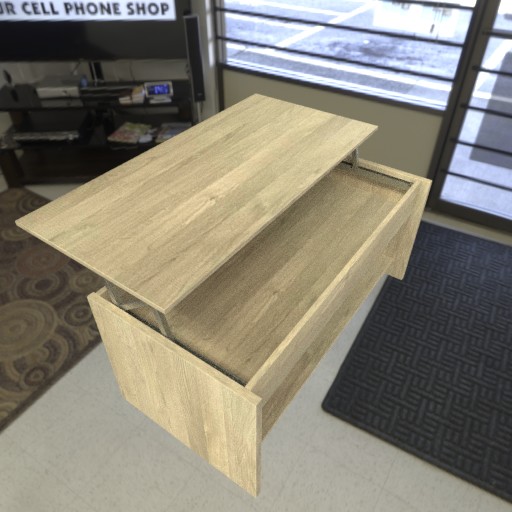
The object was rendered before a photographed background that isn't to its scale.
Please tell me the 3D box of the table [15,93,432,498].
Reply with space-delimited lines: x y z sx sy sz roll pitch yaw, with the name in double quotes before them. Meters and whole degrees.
"table" 0.000 0.000 1.403 0.712 0.570 1.000 25 47 26
